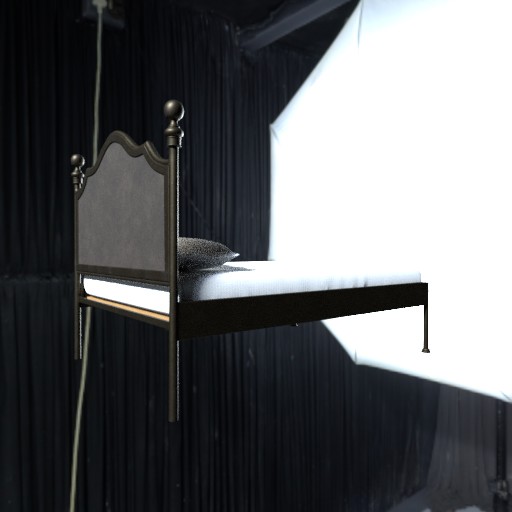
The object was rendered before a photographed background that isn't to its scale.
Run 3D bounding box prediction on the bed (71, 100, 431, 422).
[{"bbox_3d":[0.000,0.000,3.226,2.170,1.462,1.533,-1,1,-38],"label":"bed"}]
